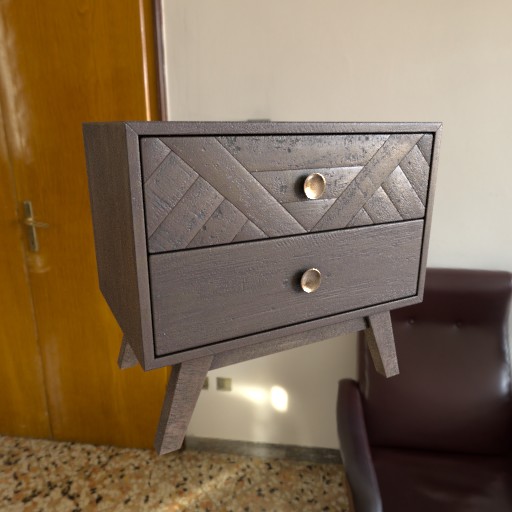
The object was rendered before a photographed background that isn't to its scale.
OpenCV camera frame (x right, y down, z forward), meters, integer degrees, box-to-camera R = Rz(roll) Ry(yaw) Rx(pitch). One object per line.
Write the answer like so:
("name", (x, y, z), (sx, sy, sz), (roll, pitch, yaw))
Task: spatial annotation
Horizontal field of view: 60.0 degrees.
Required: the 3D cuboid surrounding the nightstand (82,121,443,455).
("nightstand", (0.000, 0.000, 1.037), (0.650, 0.599, 0.450), (-9, 19, -27))
